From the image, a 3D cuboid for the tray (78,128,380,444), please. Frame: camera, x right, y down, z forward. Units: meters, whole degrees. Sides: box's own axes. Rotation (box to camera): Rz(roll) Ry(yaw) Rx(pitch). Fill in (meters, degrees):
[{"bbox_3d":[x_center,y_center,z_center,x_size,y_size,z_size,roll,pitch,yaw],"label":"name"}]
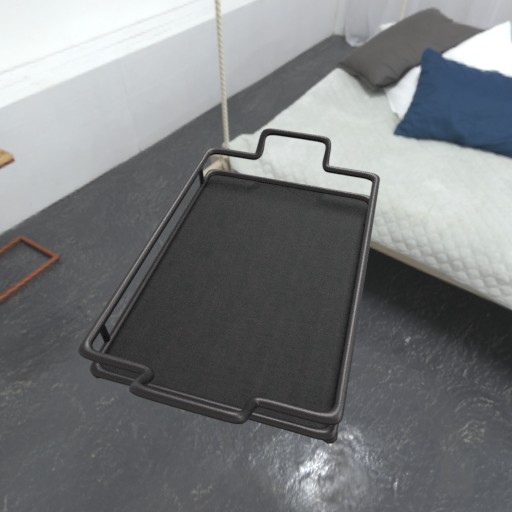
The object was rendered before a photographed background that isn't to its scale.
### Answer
[{"bbox_3d":[0.000,0.000,0.608,0.297,0.101,0.495,12,48,11],"label":"tray"}]
